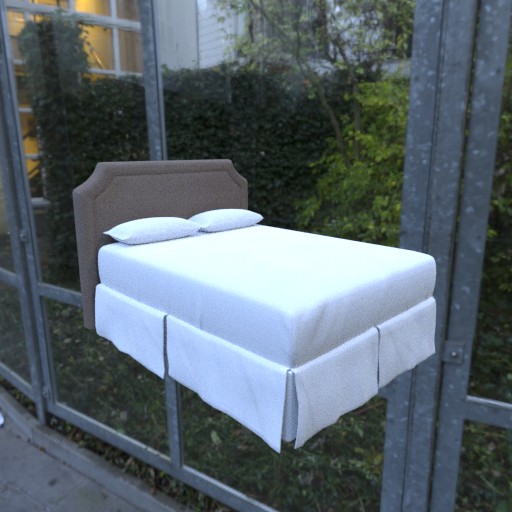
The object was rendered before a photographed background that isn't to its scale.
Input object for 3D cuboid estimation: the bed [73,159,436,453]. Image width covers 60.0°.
[{"bbox_3d":[0.000,0.000,3.156,1.693,1.290,2.116,-13,19,-43],"label":"bed"}]
